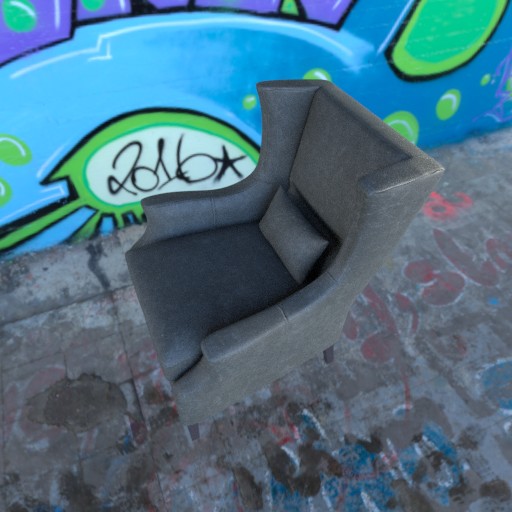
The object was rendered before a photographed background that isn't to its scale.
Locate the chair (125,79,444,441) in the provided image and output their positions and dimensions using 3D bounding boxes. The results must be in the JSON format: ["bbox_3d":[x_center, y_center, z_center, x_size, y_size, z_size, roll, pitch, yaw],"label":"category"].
[{"bbox_3d":[0.000,0.000,1.709,0.926,1.016,0.853,-17,48,-17],"label":"chair"}]
